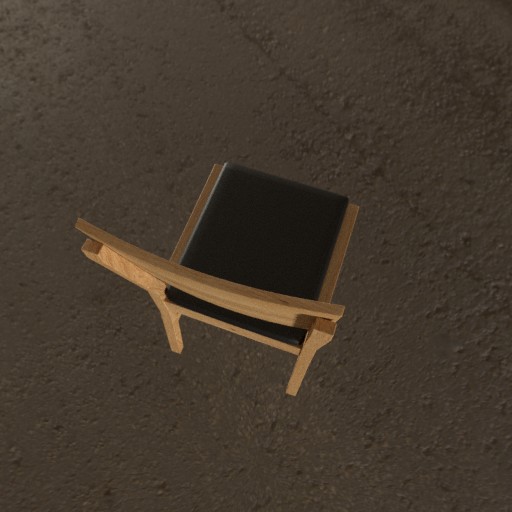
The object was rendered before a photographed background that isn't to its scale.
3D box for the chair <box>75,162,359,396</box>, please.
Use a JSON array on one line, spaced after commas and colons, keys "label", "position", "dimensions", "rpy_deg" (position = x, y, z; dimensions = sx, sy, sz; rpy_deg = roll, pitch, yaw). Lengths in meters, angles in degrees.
[{"label": "chair", "position": [0.000, 0.000, 1.260], "dimensions": [0.475, 0.950, 0.569], "rpy_deg": [18, 66, 8]}]
